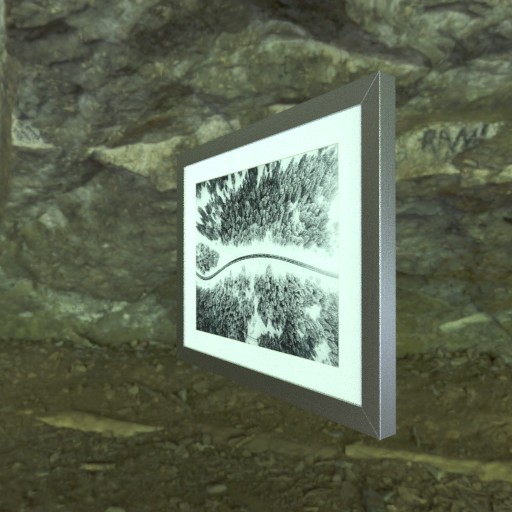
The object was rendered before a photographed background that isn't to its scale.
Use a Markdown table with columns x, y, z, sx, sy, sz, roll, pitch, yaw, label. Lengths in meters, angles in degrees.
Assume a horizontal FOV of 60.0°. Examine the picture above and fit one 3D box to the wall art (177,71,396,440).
| x | y | z | sx | sy | sz | roll | pitch | yaw | label |
| --- | --- | --- | --- | --- | --- | --- | --- | --- | --- |
| 0.000 | 0.000 | 0.780 | 0.032 | 0.456 | 0.557 | 0 | 0 | -36 | wall art |
